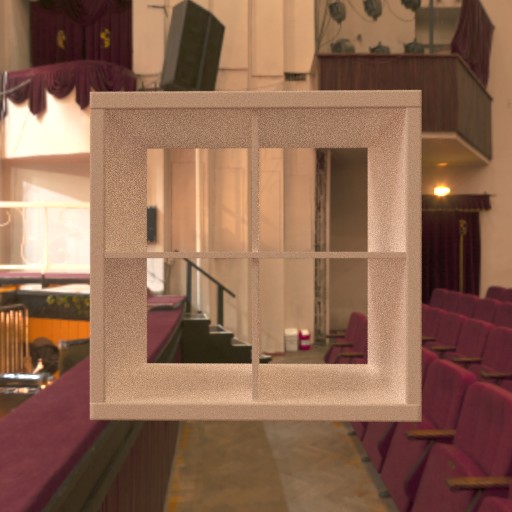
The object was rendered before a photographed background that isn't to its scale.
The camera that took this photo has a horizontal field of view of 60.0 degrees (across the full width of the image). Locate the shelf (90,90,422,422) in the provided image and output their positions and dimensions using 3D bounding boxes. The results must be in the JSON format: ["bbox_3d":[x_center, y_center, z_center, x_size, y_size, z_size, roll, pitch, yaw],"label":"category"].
[{"bbox_3d":[0.000,0.000,1.251,0.790,0.786,0.390,0,0,1],"label":"shelf"}]
